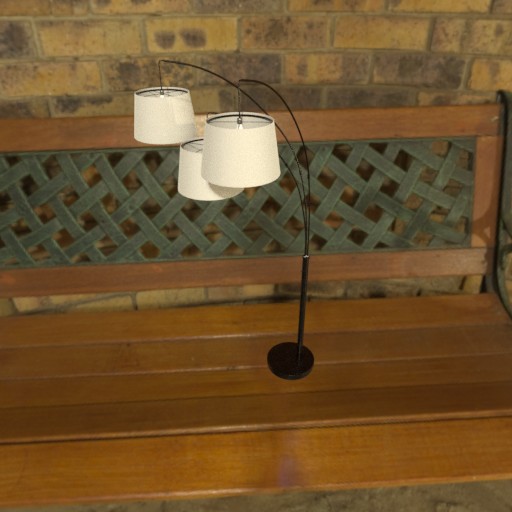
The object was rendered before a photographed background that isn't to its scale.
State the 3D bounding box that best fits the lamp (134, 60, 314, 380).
[{"bbox_3d":[0.000,0.000,2.419,0.924,1.950,0.951,-20,36,-29],"label":"lamp"}]
